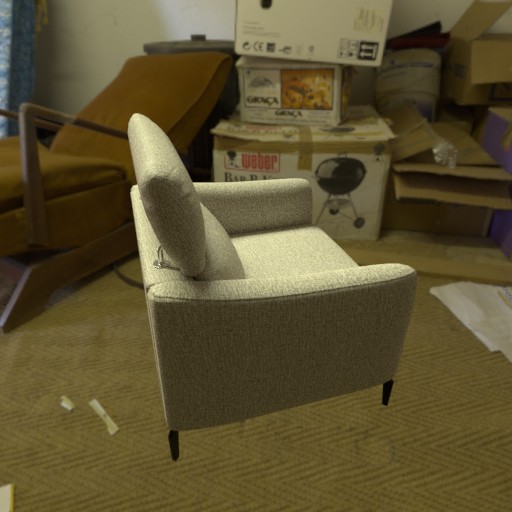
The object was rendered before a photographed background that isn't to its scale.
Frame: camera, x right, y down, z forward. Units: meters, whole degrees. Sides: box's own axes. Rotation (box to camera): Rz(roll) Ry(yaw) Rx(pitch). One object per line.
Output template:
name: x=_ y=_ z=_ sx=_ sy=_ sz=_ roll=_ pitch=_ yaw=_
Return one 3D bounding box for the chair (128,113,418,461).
chair: x=0.000 y=0.000 z=1.669 sx=0.835 sy=0.967 sz=0.972 roll=-9 pitch=30 yaw=-15
